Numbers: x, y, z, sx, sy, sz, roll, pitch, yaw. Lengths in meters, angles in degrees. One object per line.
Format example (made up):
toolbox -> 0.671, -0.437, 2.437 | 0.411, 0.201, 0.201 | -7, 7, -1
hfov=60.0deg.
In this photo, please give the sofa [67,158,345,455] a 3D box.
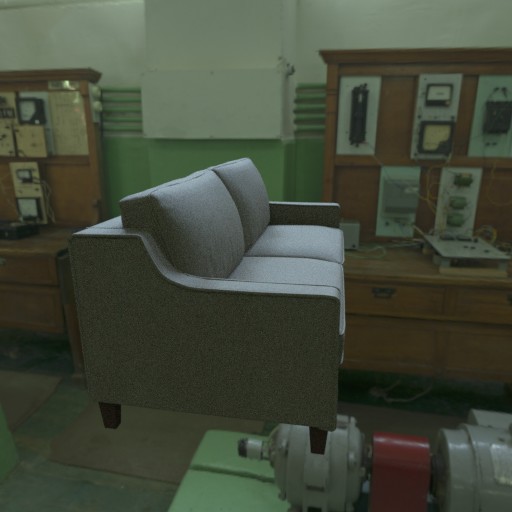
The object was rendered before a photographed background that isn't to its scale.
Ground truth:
sofa -> 0.000, 0.000, 2.717 | 1.073, 1.074, 2.181 | 3, 16, 10
